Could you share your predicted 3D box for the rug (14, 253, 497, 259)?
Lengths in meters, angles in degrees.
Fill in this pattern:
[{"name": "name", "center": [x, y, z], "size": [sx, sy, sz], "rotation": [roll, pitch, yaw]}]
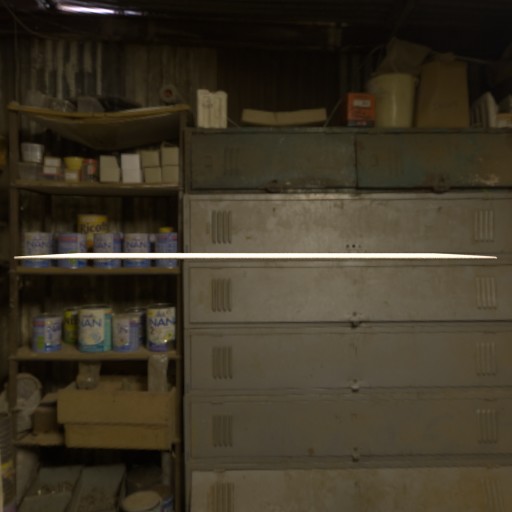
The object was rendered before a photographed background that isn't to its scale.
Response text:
[{"name": "rug", "center": [0.000, 0.000, 2.628], "size": [2.450, 0.014, 0.793], "rotation": [0, 2, 0]}]
